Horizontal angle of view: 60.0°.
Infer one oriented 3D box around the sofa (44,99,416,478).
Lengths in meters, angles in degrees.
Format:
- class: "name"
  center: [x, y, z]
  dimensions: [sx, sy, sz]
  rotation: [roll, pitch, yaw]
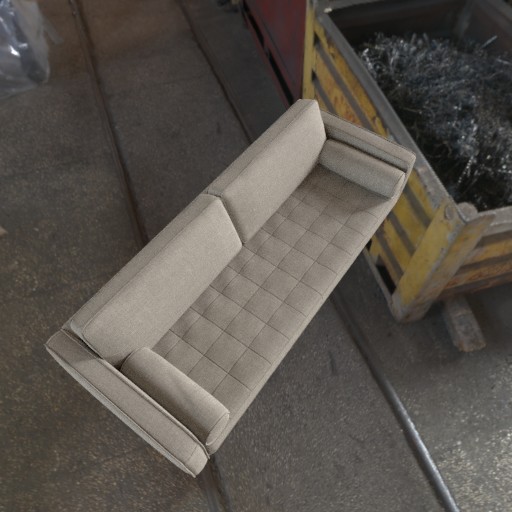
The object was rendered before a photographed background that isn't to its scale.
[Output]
- class: "sofa"
  center: [0.000, 0.000, 2.561]
  dimensions: [0.914, 0.762, 2.211]
  rotation: [32, 63, 19]
